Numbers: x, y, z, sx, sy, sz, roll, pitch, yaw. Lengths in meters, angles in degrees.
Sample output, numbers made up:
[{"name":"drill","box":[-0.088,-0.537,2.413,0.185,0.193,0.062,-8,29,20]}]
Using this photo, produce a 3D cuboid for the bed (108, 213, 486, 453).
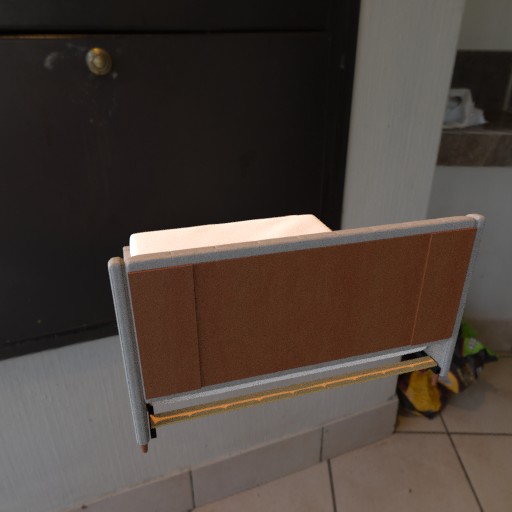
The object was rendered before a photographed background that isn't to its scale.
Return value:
[{"name":"bed","box":[0.000,0.000,3.510,2.062,1.289,2.342,-7,27,-15]}]
